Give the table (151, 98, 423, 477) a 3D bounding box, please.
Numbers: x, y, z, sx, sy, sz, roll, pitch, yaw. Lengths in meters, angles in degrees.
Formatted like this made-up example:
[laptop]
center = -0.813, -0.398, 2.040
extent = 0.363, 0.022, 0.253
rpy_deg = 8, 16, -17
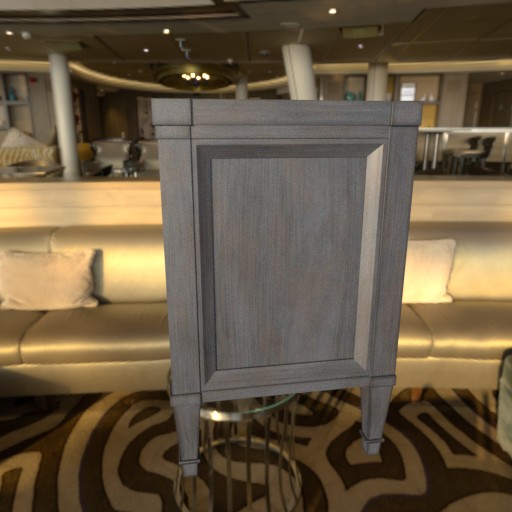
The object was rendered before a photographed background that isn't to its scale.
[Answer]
[table]
center = 0.000, 0.000, 1.052
extent = 0.413, 0.660, 0.660
rpy_deg = -3, 16, -9
